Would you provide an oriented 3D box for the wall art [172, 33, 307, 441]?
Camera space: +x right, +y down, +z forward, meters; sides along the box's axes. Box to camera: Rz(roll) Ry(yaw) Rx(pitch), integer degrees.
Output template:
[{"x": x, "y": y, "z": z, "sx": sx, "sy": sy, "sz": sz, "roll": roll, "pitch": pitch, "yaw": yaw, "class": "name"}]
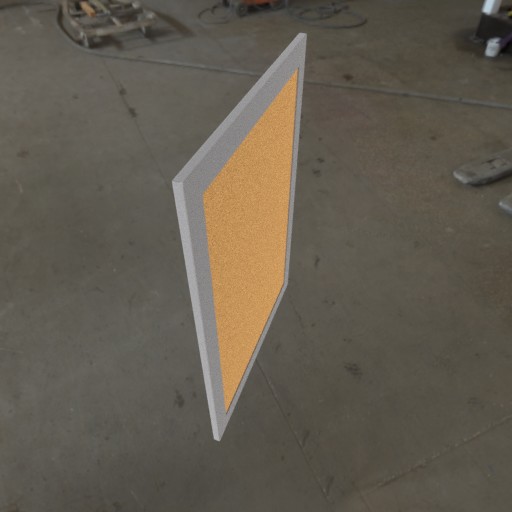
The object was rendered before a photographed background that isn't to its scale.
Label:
[{"x": 0.000, "y": 0.000, "z": 0.682, "sx": 0.012, "sy": 0.529, "sz": 0.374, "roll": 15, "pitch": 47, "yaw": 14, "class": "wall art"}]
